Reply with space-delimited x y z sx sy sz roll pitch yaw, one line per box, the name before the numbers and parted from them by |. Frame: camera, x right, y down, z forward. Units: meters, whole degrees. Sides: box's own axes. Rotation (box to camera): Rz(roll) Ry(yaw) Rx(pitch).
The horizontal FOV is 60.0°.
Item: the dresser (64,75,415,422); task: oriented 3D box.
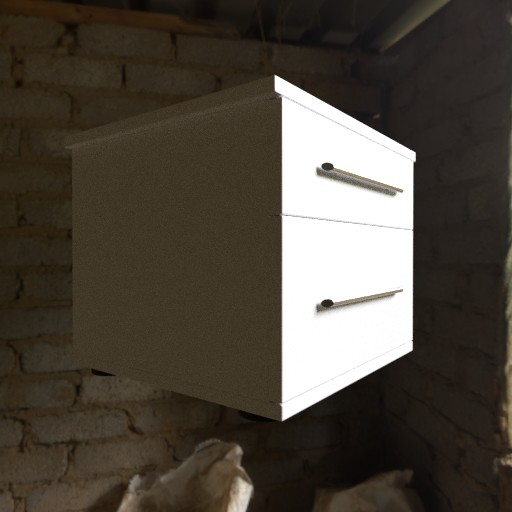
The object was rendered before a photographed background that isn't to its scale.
dresser | 0.000 0.000 0.718 0.400 0.360 0.430 0 1 37
